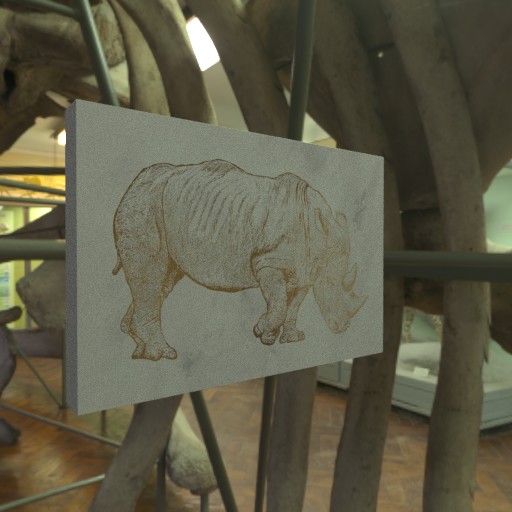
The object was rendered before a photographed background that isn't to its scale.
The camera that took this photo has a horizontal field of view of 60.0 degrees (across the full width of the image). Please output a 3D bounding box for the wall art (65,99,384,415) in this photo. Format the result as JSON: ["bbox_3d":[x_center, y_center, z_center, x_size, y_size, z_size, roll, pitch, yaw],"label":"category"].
[{"bbox_3d":[0.000,0.000,0.482,0.381,0.254,0.038,-1,1,-36],"label":"wall art"}]
